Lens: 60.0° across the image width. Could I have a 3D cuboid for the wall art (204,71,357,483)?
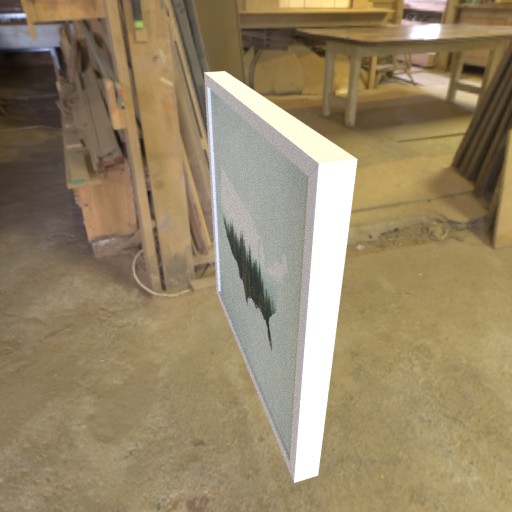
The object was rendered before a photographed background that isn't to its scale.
[{"bbox_3d":[0.000,0.000,0.755,0.040,0.509,0.509,-10,33,-15],"label":"wall art"}]
